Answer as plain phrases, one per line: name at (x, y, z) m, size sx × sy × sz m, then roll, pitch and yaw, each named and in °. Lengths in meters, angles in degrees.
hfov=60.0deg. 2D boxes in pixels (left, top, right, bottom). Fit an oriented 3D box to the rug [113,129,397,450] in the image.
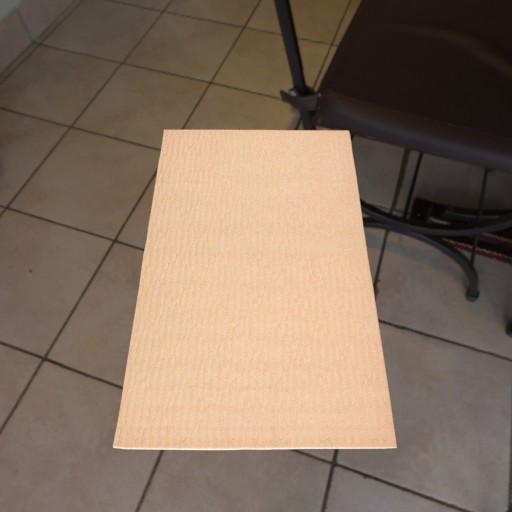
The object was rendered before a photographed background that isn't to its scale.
rug at (0.000, 0.000, 3.011) m, size 1.531 × 0.014 × 2.441 m, roll 0°, pitch 58°, yaw 0°
